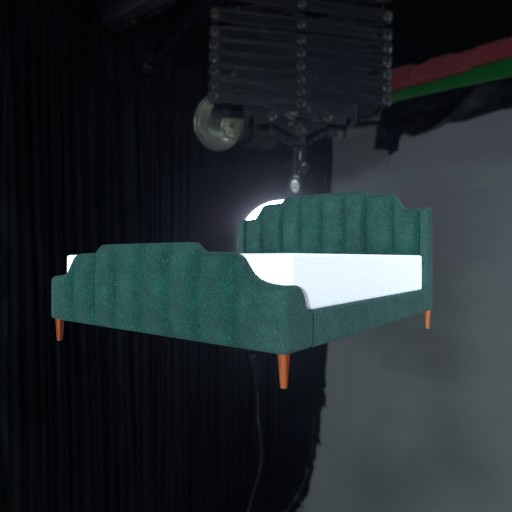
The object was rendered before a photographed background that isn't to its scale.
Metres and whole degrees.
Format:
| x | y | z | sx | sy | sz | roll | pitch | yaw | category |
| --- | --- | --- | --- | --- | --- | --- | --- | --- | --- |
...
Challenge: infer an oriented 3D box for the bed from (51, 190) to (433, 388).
| x | y | z | sx | sy | sz | roll | pitch | yaw | category |
| --- | --- | --- | --- | --- | --- | --- | --- | --- | --- |
| 0.000 | 0.000 | 3.534 | 2.074 | 1.245 | 2.340 | 0 | 0 | 37 | bed |
